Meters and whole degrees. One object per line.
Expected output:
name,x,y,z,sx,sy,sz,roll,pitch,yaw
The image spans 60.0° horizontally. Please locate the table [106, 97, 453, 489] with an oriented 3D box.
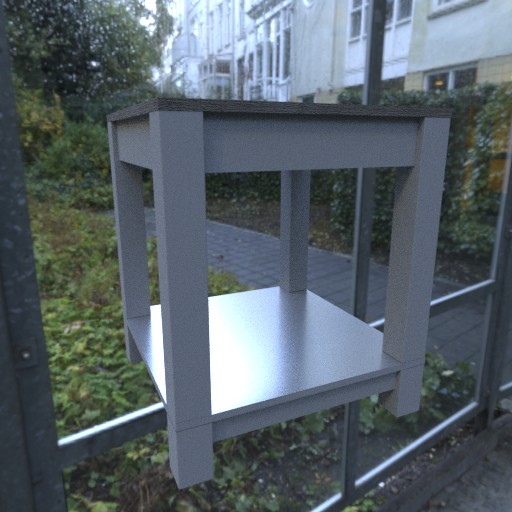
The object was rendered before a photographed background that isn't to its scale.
table,0.000,0.000,0.949,0.504,0.587,0.506,-7,16,-24
